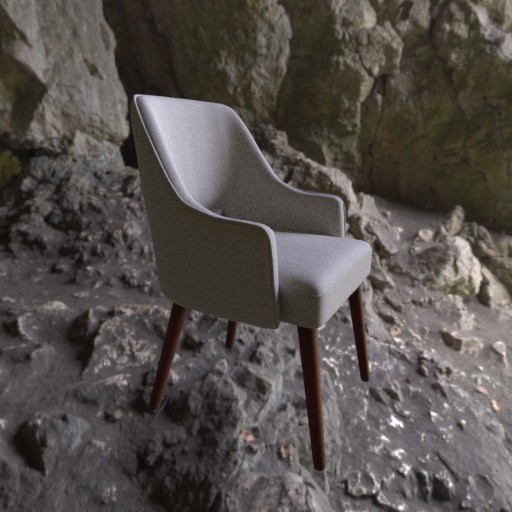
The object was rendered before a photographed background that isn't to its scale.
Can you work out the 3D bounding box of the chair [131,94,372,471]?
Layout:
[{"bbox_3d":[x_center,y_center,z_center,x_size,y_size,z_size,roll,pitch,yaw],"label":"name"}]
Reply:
[{"bbox_3d":[0.000,0.000,1.218,0.580,0.840,0.560,8,17,26],"label":"chair"}]
